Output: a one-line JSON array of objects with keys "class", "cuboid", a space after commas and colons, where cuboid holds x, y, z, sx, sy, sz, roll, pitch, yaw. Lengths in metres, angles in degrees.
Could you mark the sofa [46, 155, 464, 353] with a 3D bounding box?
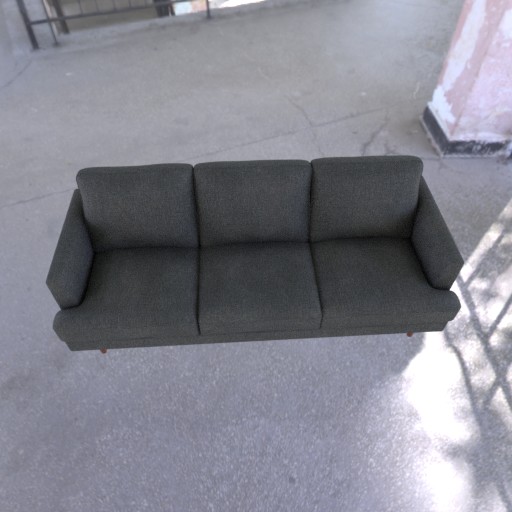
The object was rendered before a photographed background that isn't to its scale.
[{"class": "sofa", "cuboid": [0.000, 0.000, 2.673, 2.246, 0.930, 0.903, -3, 49, -2]}]
